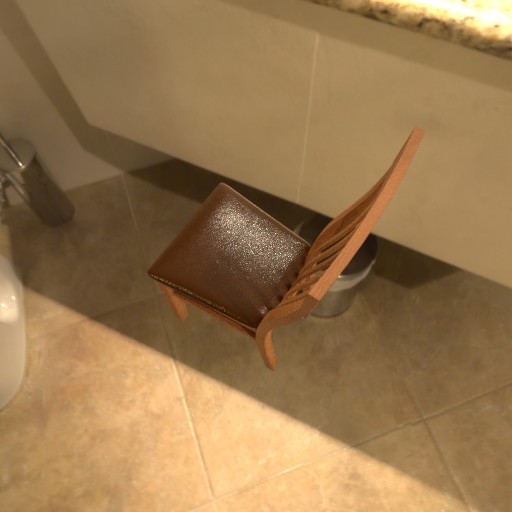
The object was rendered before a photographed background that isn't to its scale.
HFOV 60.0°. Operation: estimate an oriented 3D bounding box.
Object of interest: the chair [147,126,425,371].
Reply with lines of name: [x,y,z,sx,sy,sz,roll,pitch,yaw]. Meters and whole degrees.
chair: [0.000,0.000,1.382,0.580,1.050,0.450,30,68,14]
